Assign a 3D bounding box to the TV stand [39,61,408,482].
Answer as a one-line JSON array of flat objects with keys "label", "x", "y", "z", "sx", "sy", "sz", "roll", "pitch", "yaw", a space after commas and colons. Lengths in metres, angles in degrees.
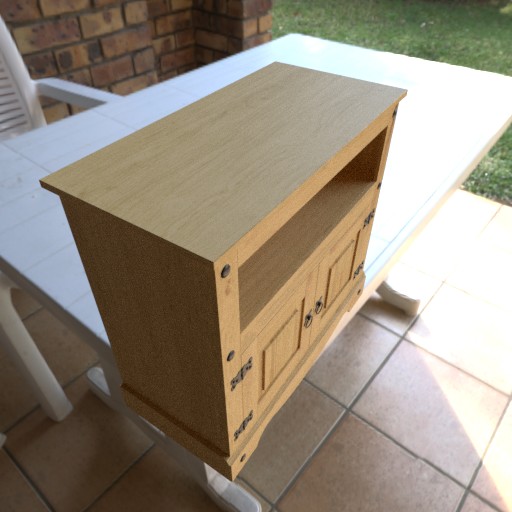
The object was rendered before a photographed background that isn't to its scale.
[{"label": "TV stand", "x": 0.000, "y": 0.000, "z": 1.281, "sx": 0.430, "sy": 0.787, "sz": 0.851, "roll": 24, "pitch": 46, "yaw": 25}]
